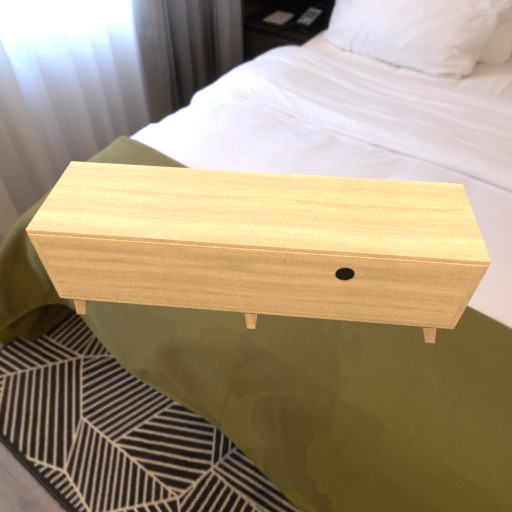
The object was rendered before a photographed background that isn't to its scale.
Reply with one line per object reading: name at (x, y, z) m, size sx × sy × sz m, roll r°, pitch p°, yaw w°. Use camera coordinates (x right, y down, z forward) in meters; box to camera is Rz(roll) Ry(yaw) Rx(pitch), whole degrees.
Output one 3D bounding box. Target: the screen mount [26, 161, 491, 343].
screen mount at (0.000, 0.000, 1.738) m, size 1.500 × 0.509 × 0.401 m, roll 4°, pitch 46°, yaw 4°
